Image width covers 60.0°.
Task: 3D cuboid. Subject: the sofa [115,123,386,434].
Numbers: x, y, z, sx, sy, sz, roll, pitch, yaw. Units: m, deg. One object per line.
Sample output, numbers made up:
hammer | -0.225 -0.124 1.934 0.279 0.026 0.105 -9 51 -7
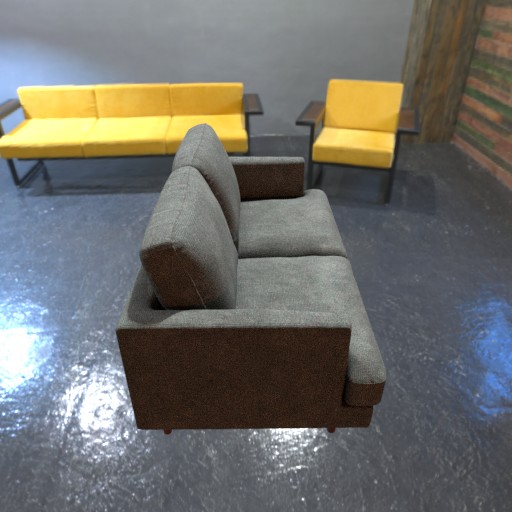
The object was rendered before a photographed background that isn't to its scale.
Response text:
sofa | 0.000 0.000 2.153 0.903 0.956 1.582 0 32 0
